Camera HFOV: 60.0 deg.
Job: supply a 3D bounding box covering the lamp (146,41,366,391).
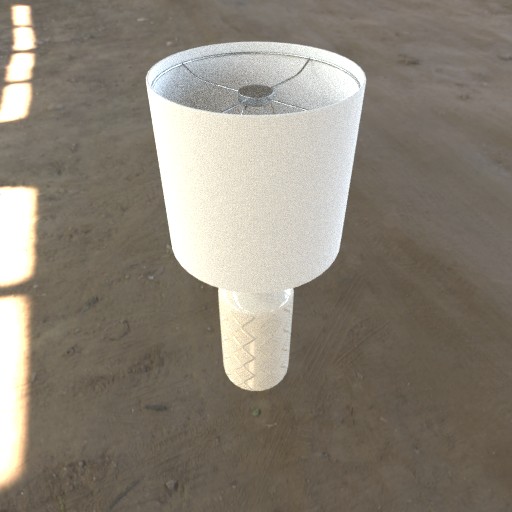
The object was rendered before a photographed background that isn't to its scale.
[{"bbox_3d":[0.000,0.000,0.572,0.207,0.461,0.207,26,47,27],"label":"lamp"}]
